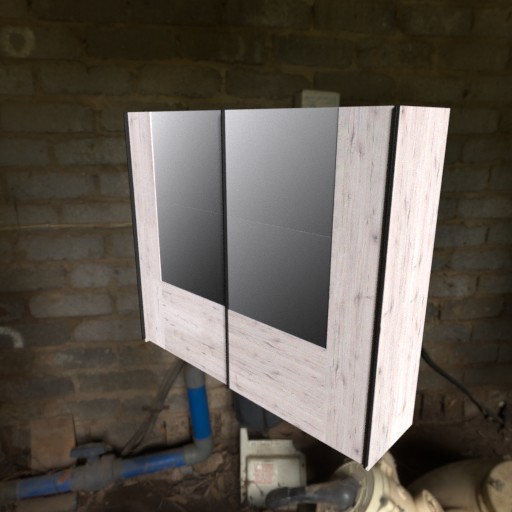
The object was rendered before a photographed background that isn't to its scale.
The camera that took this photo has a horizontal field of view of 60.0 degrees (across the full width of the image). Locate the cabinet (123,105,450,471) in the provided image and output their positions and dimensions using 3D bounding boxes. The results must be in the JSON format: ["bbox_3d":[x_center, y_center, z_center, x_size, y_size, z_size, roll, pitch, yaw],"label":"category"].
[{"bbox_3d":[0.000,0.000,3.500,2.500,2.180,0.660,15,23,41],"label":"cabinet"}]
